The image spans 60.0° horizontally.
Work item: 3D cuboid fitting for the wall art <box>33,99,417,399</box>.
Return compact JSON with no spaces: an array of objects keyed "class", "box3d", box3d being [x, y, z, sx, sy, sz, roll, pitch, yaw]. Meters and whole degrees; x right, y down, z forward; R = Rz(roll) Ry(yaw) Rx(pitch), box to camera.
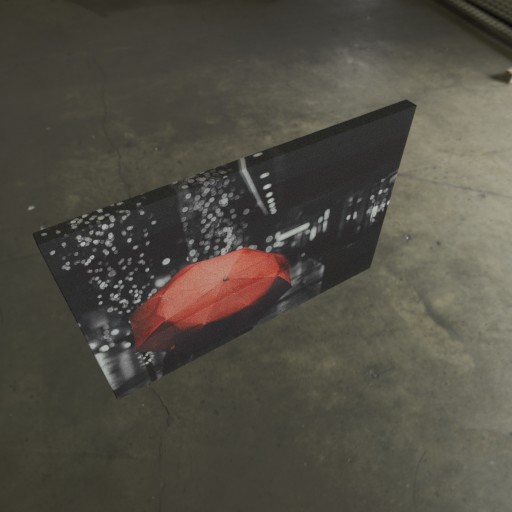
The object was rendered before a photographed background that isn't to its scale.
[{"class":"wall art","box3d":[0.000,0.000,1.164,0.914,0.609,0.038,-25,52,-21]}]
